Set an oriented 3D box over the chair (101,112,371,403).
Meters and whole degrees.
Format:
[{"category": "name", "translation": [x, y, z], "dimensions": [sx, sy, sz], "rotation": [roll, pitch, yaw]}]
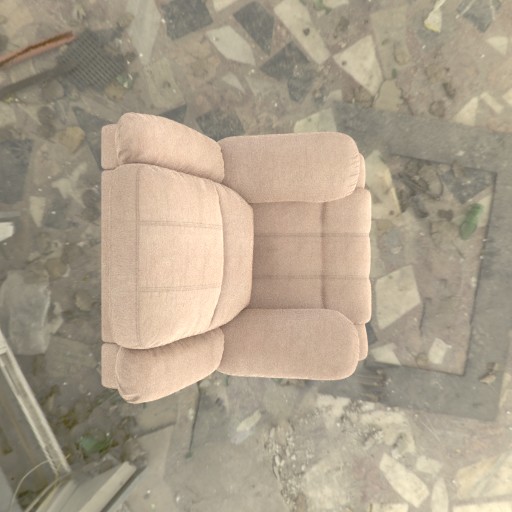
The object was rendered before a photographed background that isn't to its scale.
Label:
[{"category": "chair", "translation": [0.000, 0.000, 1.703], "dimensions": [0.944, 1.008, 0.899], "rotation": [0, 90, -1]}]
